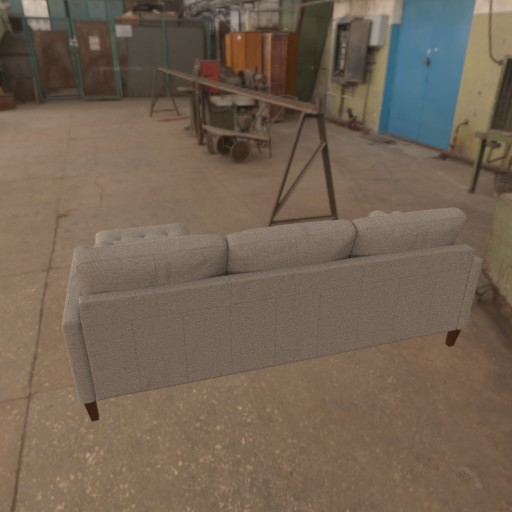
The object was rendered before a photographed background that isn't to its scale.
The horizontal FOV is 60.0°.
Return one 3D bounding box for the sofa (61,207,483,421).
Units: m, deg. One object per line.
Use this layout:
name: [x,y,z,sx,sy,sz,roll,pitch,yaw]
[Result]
sofa: [0.000,0.000,2.865,2.178,0.875,1.506,-7,26,-15]
